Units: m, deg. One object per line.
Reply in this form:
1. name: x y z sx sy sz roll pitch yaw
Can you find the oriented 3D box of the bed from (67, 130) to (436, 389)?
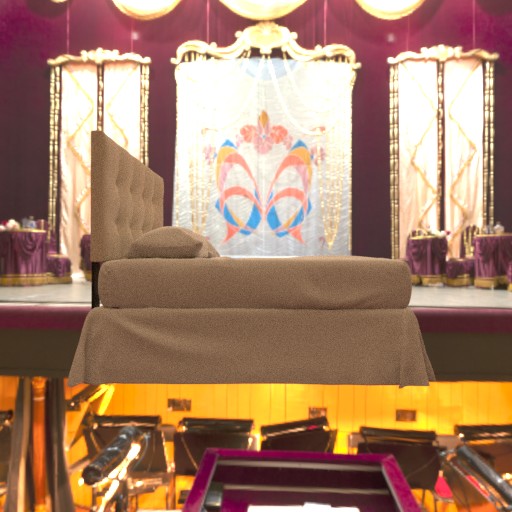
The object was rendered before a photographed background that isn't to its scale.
1. bed: 0.000 0.000 3.558 2.222 1.577 1.936 0 -1 1
